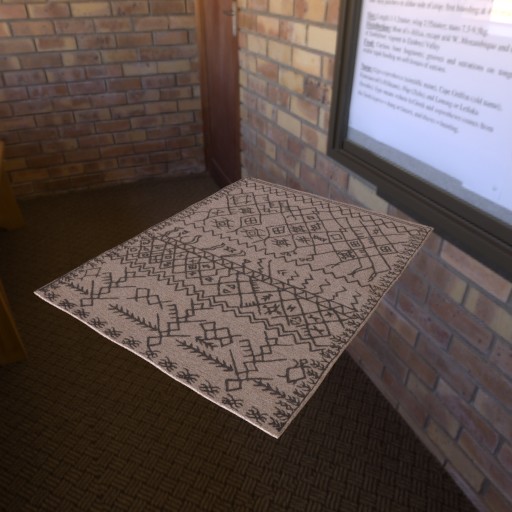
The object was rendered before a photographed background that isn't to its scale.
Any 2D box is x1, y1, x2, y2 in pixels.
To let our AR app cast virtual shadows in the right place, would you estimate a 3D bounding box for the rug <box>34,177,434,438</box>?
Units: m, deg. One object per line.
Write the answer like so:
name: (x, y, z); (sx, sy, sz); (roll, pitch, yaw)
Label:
rug: (0.000, 0.000, 3.350); (1.964, 0.025, 2.455); (21, 38, 29)
